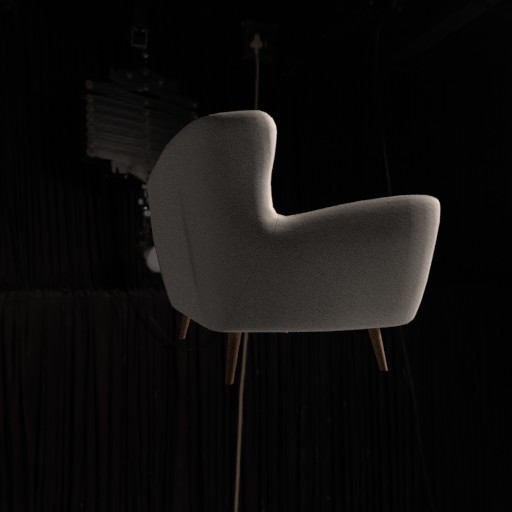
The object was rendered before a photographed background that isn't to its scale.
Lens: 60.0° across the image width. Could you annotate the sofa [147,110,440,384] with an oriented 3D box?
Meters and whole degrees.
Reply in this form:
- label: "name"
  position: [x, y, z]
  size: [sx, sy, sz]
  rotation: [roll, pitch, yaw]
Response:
- label: "sofa"
  position: [0.000, 0.000, 2.034]
  size: [0.921, 0.878, 1.424]
  rotation: [0, -1, -19]
